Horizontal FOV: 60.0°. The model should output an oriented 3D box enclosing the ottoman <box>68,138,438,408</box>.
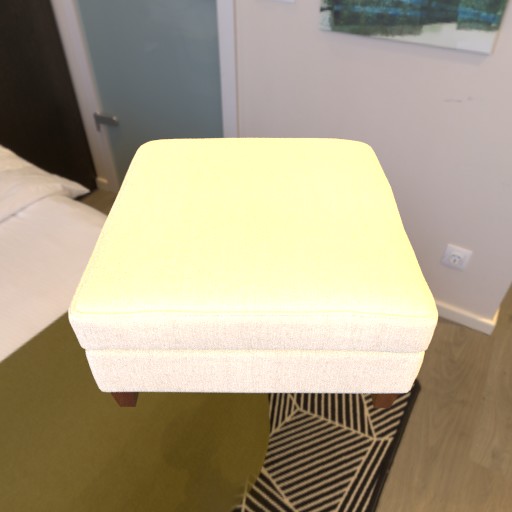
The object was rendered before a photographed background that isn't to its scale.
[{"bbox_3d":[0.000,0.000,1.382,0.838,0.478,0.838,0,41,0],"label":"ottoman"}]
